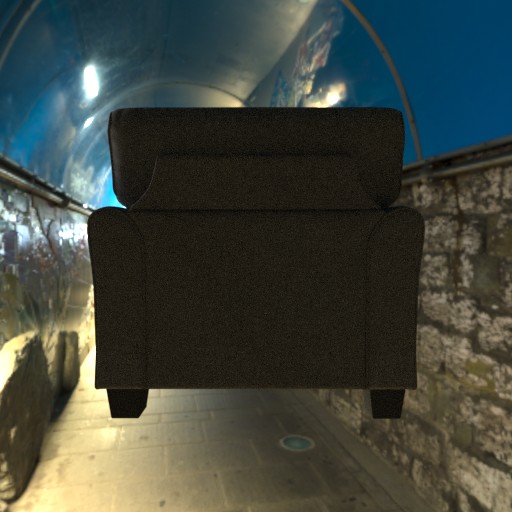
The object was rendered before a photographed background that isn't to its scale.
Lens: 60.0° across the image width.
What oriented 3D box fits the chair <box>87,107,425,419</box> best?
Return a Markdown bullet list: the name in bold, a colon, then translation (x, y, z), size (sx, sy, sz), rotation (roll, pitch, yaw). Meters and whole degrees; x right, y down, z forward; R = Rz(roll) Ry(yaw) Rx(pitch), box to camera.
- **chair**: translation (0.000, 0.000, 1.583), size (0.941, 0.890, 0.816), rotation (0, 1, 0)
